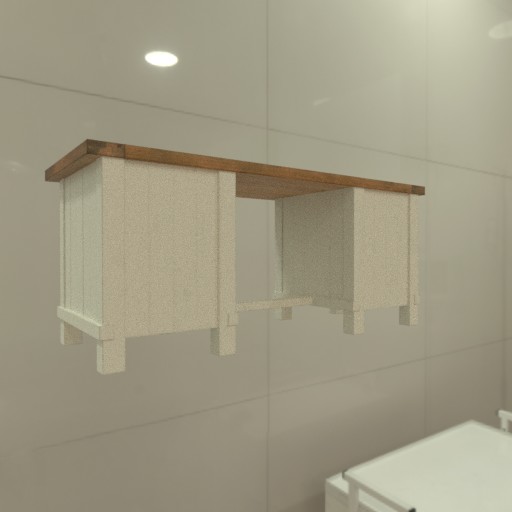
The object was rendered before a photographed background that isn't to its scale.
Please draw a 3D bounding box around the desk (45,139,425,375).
[{"bbox_3d":[0.000,0.000,2.211,1.803,0.760,0.688,-1,1,-36],"label":"desk"}]
